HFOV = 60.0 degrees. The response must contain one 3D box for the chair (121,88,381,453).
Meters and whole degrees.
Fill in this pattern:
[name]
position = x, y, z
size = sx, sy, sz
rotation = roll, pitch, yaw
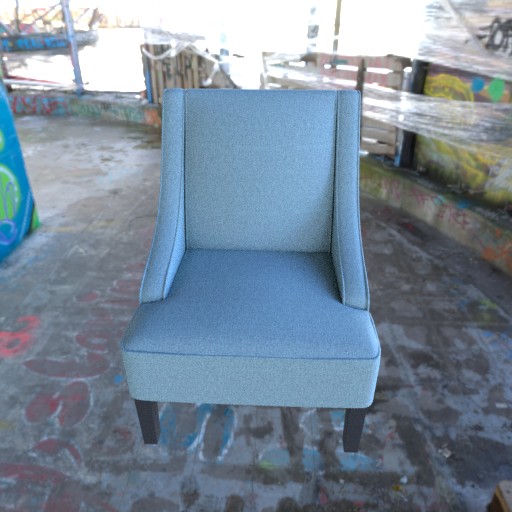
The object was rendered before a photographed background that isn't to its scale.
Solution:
[chair]
position = 0.000, 0.000, 1.802
size = 0.857, 1.133, 1.025
rotation = 1, 30, 2
